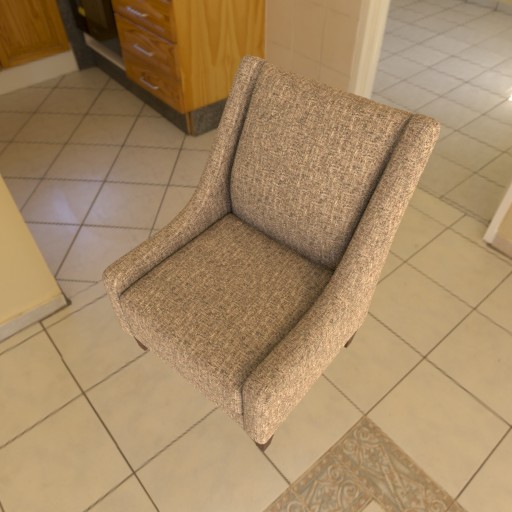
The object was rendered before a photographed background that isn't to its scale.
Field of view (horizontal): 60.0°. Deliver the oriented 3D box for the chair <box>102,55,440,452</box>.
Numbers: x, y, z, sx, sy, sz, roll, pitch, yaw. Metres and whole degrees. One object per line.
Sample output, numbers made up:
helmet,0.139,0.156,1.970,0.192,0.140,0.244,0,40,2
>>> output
chair,0.000,0.000,1.614,0.774,1.014,0.870,31,54,26
